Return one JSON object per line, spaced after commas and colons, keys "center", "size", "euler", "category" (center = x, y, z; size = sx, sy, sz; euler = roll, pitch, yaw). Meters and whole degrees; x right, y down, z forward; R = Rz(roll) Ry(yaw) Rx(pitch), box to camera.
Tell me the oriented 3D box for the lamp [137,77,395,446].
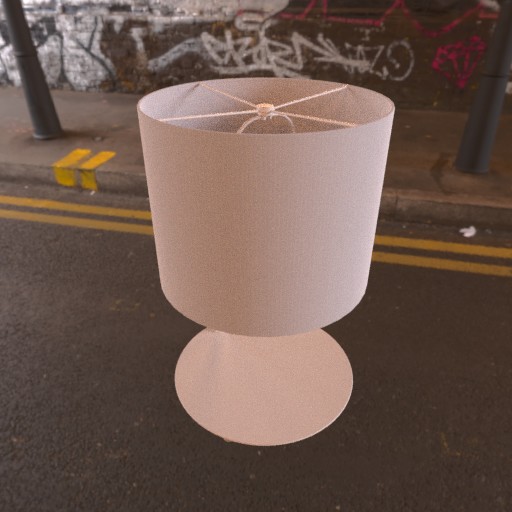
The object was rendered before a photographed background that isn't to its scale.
{"center": [0.000, 0.000, 0.658], "size": [0.299, 0.454, 0.341], "euler": [-22, 38, -32], "category": "lamp"}
